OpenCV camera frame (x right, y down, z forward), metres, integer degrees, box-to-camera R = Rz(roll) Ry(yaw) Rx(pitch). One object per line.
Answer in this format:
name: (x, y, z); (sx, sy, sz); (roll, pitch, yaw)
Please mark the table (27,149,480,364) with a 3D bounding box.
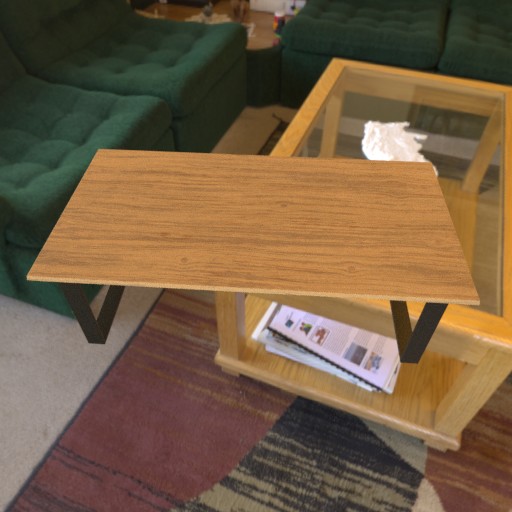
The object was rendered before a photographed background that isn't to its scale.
table: (0.000, 0.000, 1.689); (1.331, 0.445, 0.693); (3, 46, 3)
